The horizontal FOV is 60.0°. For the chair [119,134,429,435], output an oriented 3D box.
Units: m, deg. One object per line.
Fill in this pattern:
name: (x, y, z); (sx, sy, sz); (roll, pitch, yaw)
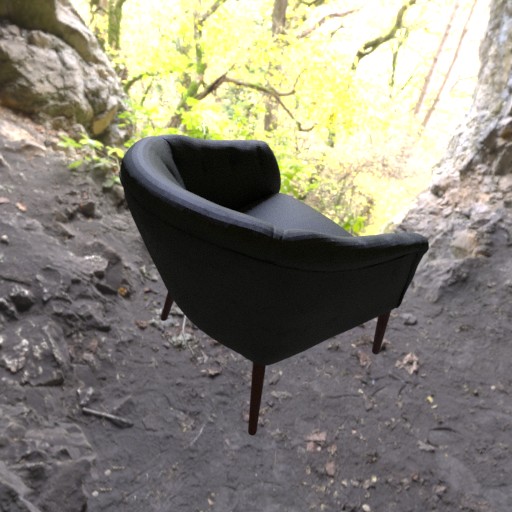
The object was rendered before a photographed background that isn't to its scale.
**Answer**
chair: (0.000, 0.000, 1.542); (0.776, 0.885, 0.851); (-26, 47, -27)
